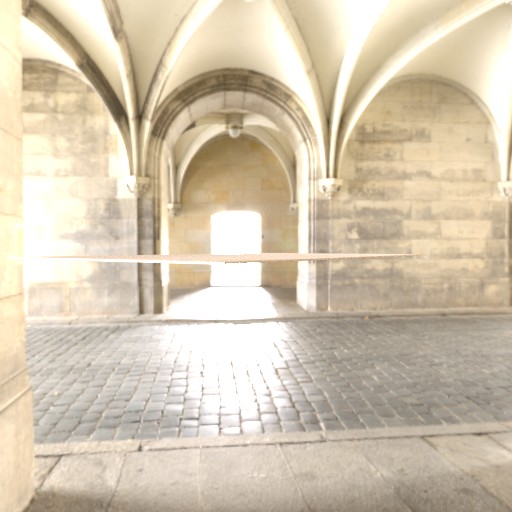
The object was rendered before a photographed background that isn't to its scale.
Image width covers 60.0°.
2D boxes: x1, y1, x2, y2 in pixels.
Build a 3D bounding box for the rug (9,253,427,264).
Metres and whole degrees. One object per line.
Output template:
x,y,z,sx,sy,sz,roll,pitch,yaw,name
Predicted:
0.000,0.000,2.925,1.524,0.008,2.440,1,1,36,rug
